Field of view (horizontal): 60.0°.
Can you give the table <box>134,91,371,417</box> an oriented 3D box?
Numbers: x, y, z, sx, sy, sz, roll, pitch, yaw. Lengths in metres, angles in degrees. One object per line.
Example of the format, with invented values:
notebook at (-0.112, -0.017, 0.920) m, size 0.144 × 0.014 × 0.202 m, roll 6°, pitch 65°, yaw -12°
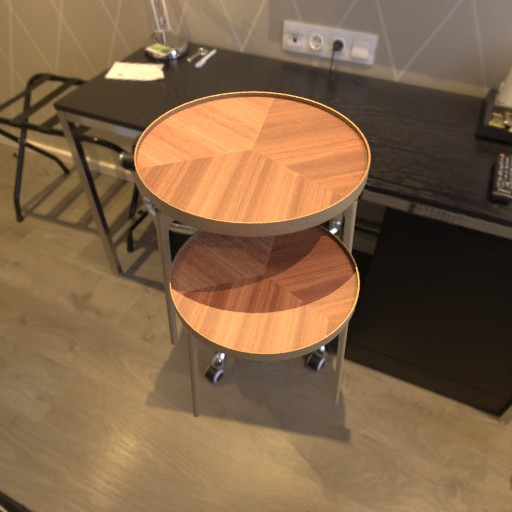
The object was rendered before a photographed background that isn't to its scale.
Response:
table at (0.000, 0.000, 1.153) m, size 0.532 × 0.555 × 0.751 m, roll -4°, pitch 46°, yaw -4°
